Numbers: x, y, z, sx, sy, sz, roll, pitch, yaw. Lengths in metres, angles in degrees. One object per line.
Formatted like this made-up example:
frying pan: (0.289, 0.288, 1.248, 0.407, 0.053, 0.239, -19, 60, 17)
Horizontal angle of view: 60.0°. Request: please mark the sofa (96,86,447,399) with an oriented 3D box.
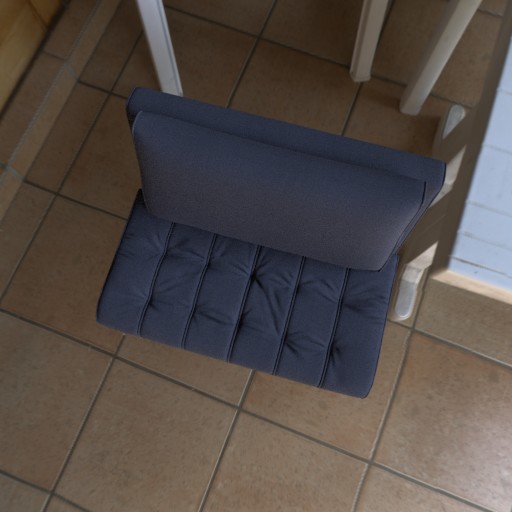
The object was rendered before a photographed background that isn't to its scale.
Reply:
sofa: (0.000, 0.000, 1.874, 1.220, 0.910, 0.910, 15, 77, 4)
